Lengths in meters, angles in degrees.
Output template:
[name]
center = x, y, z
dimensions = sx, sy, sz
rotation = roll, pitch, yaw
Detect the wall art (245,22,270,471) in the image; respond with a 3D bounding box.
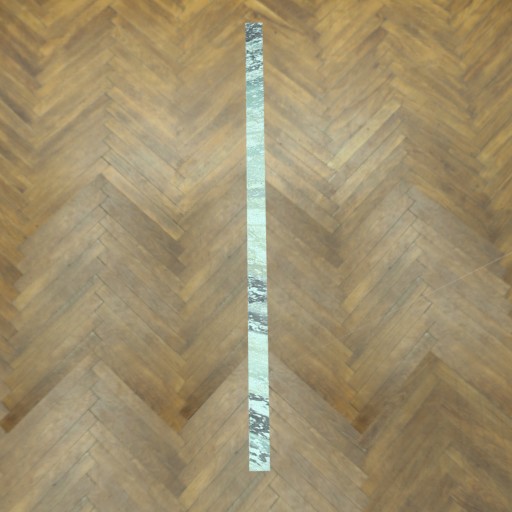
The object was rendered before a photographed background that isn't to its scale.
[wall art]
center = 0.000, 0.000, 1.158
dimensions = 0.038, 0.598, 0.919
rotation = -1, 74, 0
